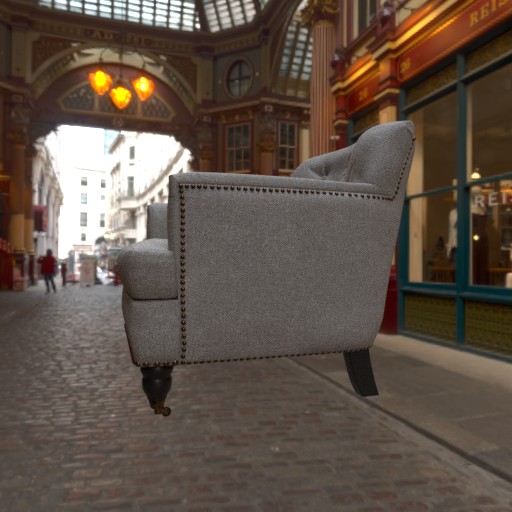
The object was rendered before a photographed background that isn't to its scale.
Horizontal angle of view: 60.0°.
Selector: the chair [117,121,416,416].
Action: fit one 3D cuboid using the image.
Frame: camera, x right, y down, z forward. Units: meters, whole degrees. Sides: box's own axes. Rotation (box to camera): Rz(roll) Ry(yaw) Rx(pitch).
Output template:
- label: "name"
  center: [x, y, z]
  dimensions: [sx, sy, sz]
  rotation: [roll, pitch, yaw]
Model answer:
- label: "chair"
  center: [0.000, 0.000, 1.513]
  dimensions: [0.902, 0.823, 0.737]
  rotation: [0, 0, -18]
